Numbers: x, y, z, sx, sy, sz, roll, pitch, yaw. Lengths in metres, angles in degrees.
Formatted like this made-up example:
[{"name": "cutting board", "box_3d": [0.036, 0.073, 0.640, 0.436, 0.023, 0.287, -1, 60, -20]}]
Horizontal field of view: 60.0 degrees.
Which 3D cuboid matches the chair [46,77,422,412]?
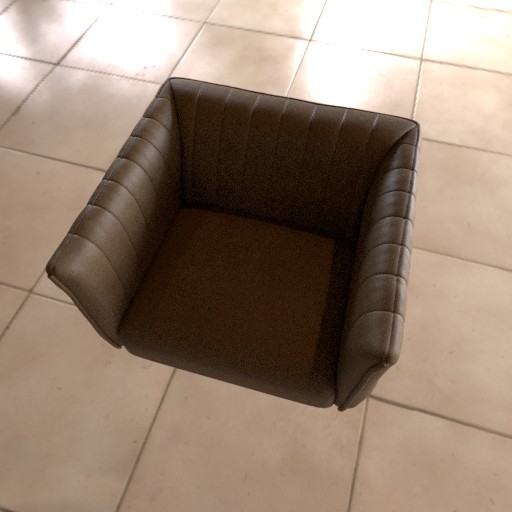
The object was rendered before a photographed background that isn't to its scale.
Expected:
[{"name": "chair", "box_3d": [0.000, 0.000, 1.613, 0.981, 0.779, 0.876, 13, 58, 8]}]
